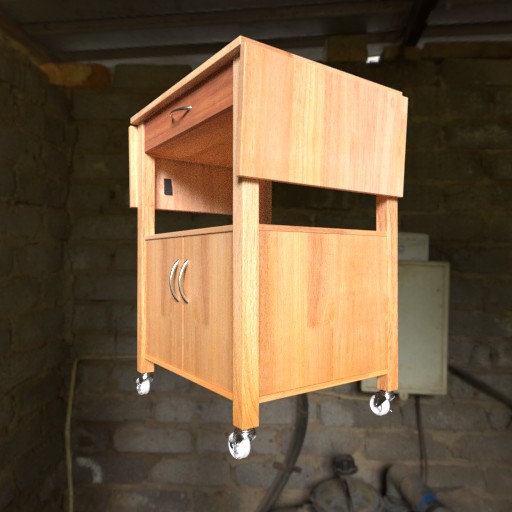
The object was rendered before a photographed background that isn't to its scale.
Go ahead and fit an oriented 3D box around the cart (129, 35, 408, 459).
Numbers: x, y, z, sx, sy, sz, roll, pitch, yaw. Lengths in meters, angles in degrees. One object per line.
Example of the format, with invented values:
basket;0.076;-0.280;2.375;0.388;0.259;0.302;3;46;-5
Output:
cart;0.000;0.000;1.238;0.508;0.838;0.640;0;-1;-35
